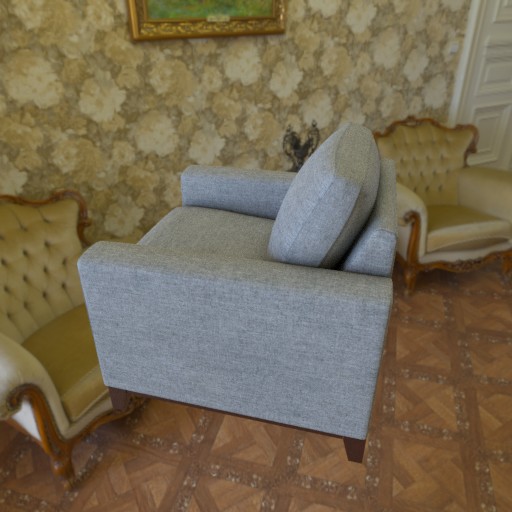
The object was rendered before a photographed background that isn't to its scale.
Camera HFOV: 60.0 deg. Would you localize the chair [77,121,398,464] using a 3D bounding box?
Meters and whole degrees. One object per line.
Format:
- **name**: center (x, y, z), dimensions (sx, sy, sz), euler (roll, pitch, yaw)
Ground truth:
- **chair**: center (0.000, 0.000, 1.850), dimensions (1.038, 1.010, 1.024), euler (7, 31, 13)
